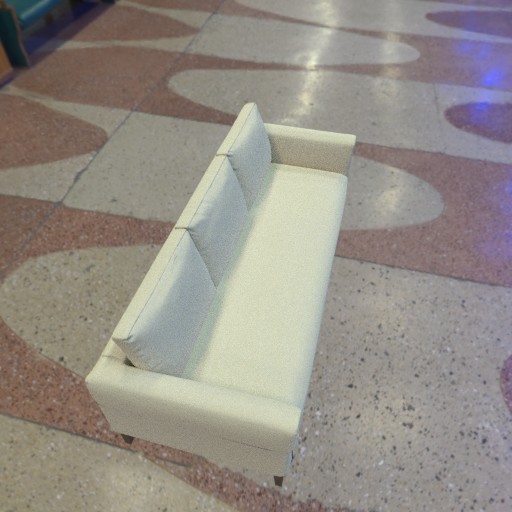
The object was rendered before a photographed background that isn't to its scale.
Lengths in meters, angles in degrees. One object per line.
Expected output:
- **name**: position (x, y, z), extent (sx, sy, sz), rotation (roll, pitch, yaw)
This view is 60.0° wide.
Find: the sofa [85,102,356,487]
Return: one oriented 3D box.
- **sofa**: position (0.000, 0.000, 2.620), extent (0.902, 0.911, 2.198), rotation (11, 47, 10)
